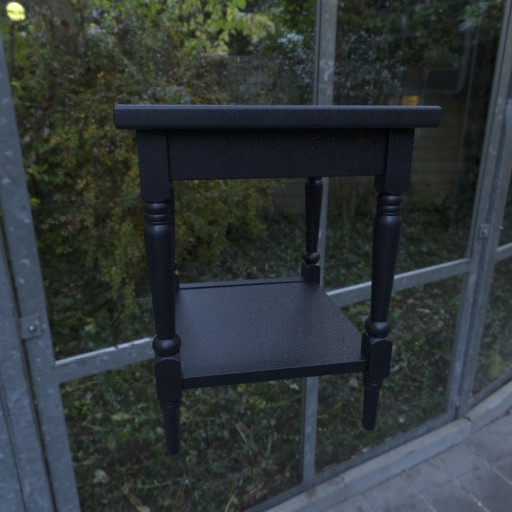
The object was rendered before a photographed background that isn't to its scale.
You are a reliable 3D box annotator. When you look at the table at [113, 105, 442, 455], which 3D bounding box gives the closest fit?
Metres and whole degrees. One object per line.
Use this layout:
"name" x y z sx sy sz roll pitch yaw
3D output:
"table" 0.000 0.000 0.892 0.442 0.565 0.488 -3 18 -9
